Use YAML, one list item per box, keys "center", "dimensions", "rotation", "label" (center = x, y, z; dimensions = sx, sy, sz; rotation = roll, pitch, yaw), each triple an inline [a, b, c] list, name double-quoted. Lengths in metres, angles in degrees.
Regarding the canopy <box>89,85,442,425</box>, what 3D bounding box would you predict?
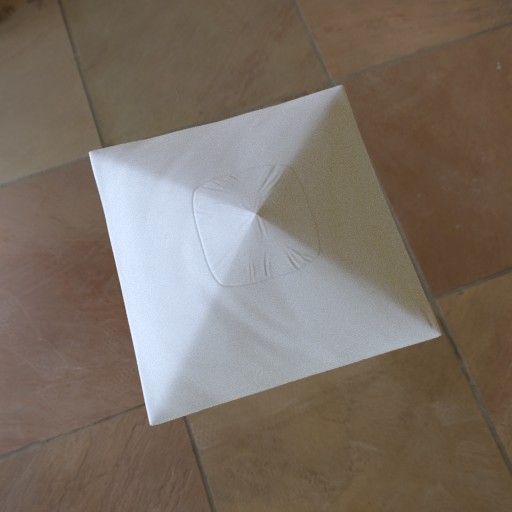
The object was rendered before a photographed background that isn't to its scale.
- center: [0.000, 0.000, 5.363]
  dimensions: [2.996, 2.997, 2.998]
  rotation: [-16, 76, -4]
  label: "canopy"
